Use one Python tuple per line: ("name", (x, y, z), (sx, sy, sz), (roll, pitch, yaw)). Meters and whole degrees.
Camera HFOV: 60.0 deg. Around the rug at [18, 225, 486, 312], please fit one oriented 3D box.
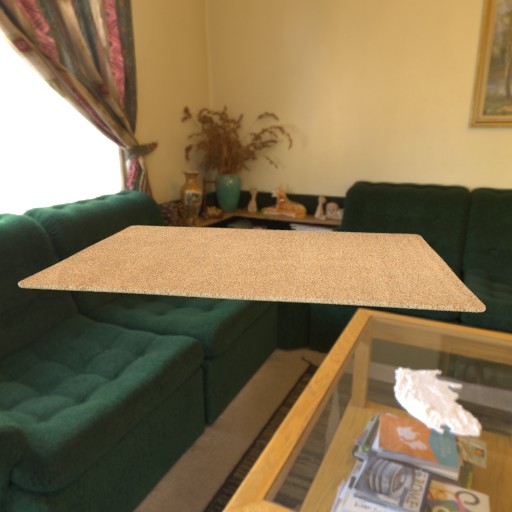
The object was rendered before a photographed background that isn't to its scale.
("rug", (0.000, 0.000, 2.893), (2.349, 0.025, 1.500), (2, 16, 8))
